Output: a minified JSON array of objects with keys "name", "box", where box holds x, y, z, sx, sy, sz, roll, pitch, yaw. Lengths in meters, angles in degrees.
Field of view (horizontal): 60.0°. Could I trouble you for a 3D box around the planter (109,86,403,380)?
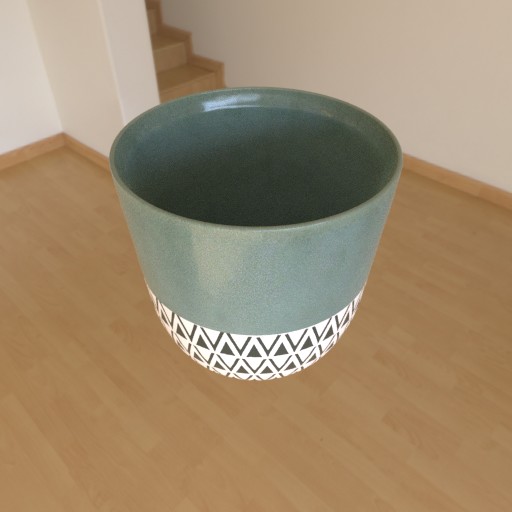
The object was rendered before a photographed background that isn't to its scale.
[{"name":"planter","box":[0.000,0.000,0.378,0.198,0.214,0.198,0,42,0]}]
